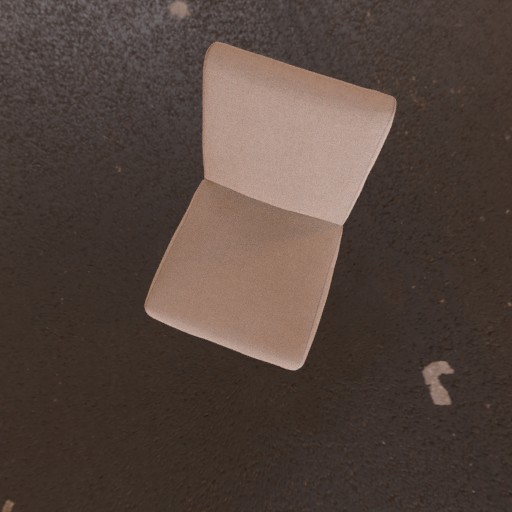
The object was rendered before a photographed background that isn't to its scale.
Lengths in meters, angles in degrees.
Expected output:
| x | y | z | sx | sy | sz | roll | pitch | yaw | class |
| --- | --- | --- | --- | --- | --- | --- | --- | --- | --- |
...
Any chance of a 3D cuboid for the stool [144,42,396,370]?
| x | y | z | sx | sy | sz | roll | pitch | yaw | class |
| --- | --- | --- | --- | --- | --- | --- | --- | --- | --- |
| 0.000 | 0.000 | 1.273 | 0.446 | 1.015 | 0.543 | 20 | 77 | 5 | stool |
